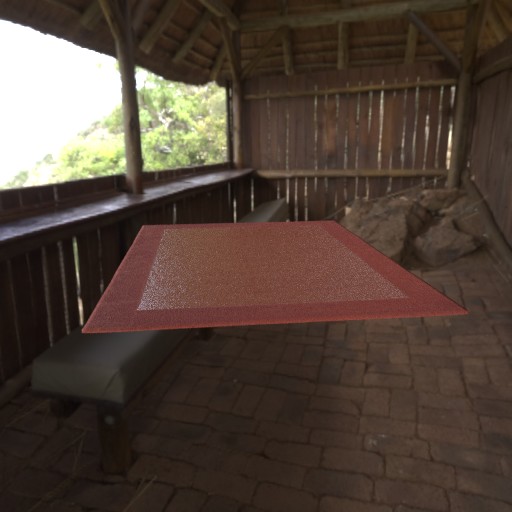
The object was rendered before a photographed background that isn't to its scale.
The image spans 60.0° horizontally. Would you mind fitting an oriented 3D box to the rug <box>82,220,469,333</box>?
[{"bbox_3d":[0.000,0.000,4.139,2.430,0.018,2.976,-2,16,-7],"label":"rug"}]
